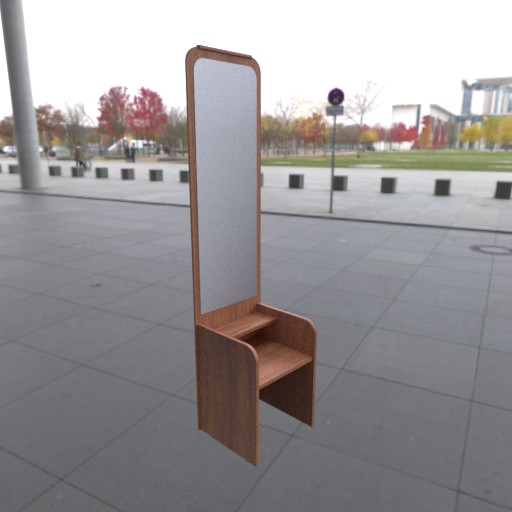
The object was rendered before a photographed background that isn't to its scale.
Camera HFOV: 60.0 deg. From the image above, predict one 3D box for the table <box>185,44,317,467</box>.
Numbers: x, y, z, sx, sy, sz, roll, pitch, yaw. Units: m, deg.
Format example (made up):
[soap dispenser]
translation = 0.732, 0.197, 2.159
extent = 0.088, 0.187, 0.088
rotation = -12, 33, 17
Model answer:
[table]
translation = 0.000, 0.000, 2.073
extent = 0.420, 1.830, 0.450
rotation = 13, 19, 42
